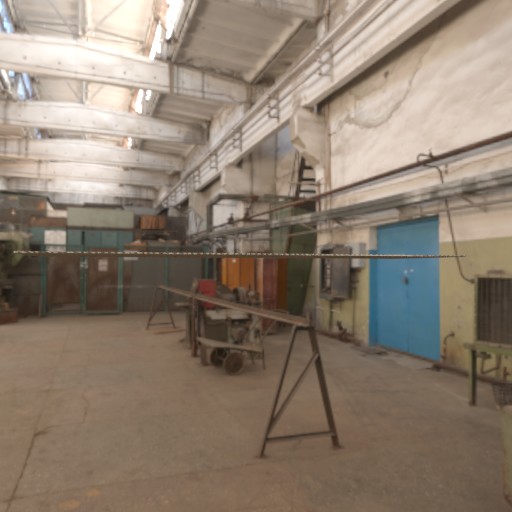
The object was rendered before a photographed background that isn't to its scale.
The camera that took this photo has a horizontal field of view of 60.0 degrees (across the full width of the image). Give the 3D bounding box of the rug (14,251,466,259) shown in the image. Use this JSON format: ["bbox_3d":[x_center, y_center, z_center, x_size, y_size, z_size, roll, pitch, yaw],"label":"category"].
[{"bbox_3d":[0.000,0.000,2.462,2.286,0.008,0.686,0,-1,-18],"label":"rug"}]
